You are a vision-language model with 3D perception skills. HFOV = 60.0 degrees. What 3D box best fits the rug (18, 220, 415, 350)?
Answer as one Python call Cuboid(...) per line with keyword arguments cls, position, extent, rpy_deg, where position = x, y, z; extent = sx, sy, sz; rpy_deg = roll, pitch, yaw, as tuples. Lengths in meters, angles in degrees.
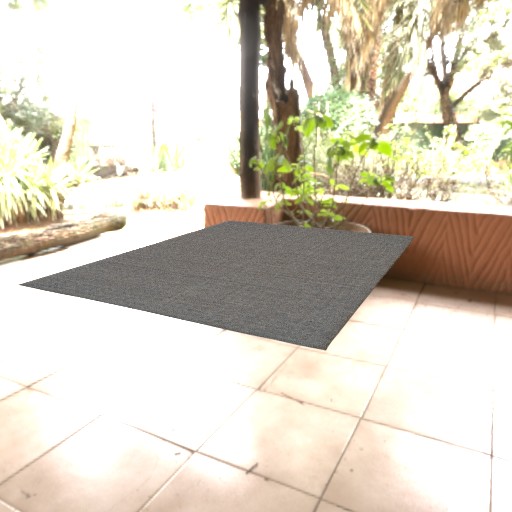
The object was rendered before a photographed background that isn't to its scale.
Cuboid(cls="rug", position=(0.000, 0.000, 4.208), extent=(2.443, 0.007, 3.200), rpy_deg=(7, 16, 26))
